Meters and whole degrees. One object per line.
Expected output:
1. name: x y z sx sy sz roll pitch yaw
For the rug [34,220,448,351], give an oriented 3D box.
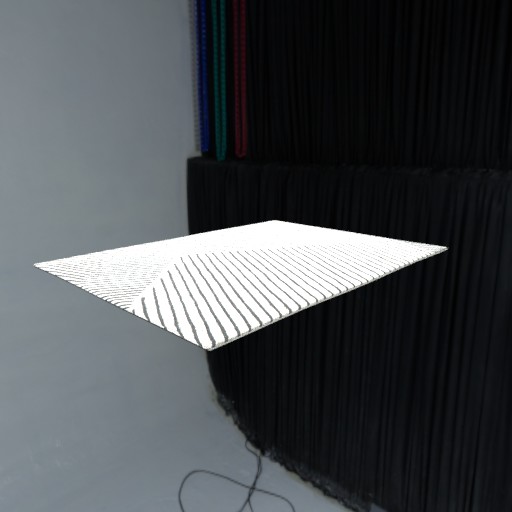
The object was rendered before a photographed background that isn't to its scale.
1. rug: 0.000 0.000 3.226 1.829 0.028 2.449 13 19 42
